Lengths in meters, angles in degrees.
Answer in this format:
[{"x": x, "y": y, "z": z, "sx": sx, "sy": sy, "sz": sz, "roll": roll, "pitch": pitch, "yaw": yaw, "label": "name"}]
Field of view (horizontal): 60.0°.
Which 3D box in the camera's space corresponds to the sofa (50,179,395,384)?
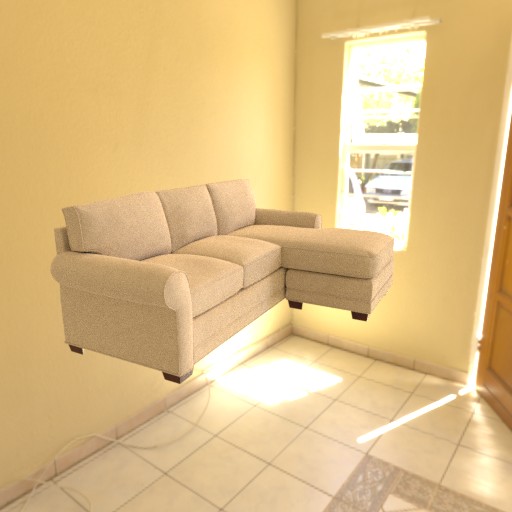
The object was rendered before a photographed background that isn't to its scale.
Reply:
[{"x": 0.000, "y": 0.000, "z": 2.465, "sx": 1.226, "sy": 0.734, "sz": 1.770, "roll": 7, "pitch": 16, "yaw": 27, "label": "sofa"}]
